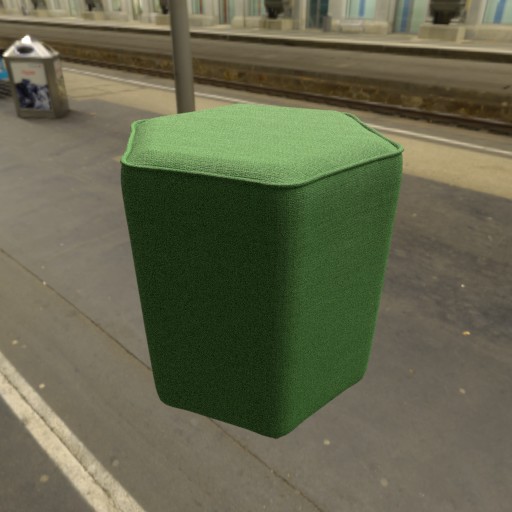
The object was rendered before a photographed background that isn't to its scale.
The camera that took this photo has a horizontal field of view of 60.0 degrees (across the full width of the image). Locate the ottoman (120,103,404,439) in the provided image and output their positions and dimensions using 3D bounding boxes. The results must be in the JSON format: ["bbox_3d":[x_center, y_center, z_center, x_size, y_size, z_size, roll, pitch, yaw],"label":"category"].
[{"bbox_3d":[0.000,0.000,0.882,0.499,0.507,0.444,11,32,18],"label":"ottoman"}]
